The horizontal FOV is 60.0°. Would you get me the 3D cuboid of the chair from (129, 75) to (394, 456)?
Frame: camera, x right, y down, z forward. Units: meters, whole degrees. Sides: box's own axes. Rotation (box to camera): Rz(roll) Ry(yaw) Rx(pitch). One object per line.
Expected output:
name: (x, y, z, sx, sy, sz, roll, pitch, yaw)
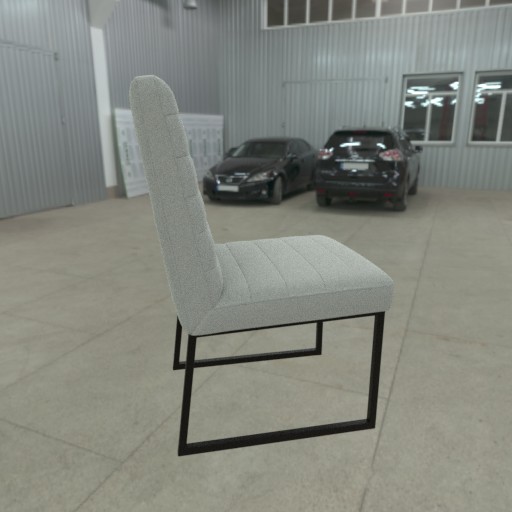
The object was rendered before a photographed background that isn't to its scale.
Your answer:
chair: (0.000, 0.000, 1.297, 0.634, 0.930, 0.520, -3, 16, -11)
